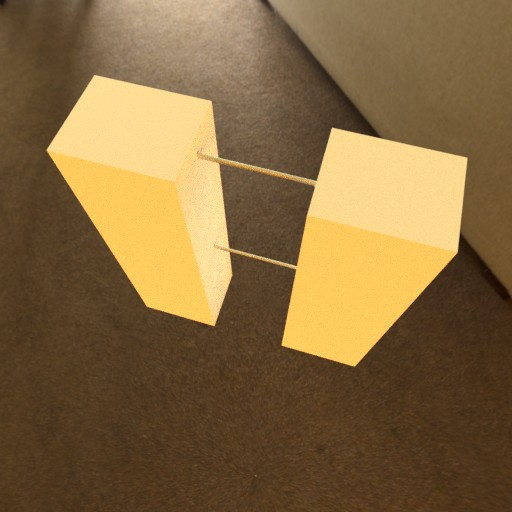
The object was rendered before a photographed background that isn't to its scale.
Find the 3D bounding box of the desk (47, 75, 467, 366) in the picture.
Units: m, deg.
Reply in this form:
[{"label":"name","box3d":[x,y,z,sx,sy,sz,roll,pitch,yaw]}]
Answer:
[{"label":"desk","box3d":[0.000,0.000,2.827,1.770,2.000,0.480,15,65,7]}]
